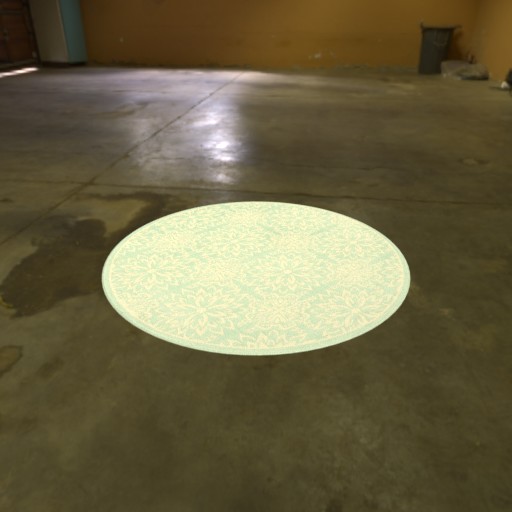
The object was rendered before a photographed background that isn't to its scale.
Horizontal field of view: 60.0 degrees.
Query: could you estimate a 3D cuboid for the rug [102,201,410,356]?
[{"bbox_3d":[0.000,0.000,2.393,1.593,0.012,1.593,0,28,0],"label":"rug"}]
